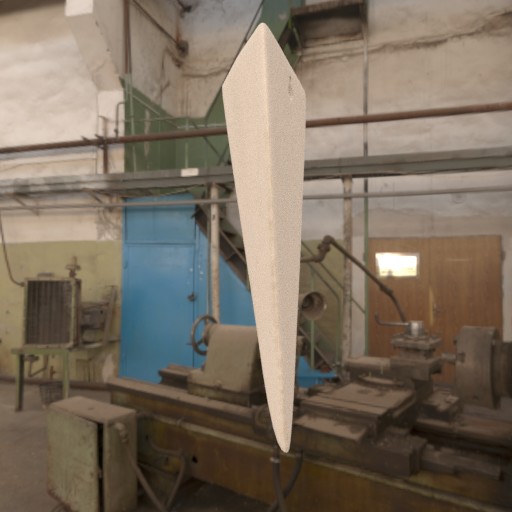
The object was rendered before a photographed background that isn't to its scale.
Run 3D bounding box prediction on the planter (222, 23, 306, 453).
[{"bbox_3d":[0.000,0.000,0.395,0.065,0.338,0.143,-1,-2,19],"label":"planter"}]
